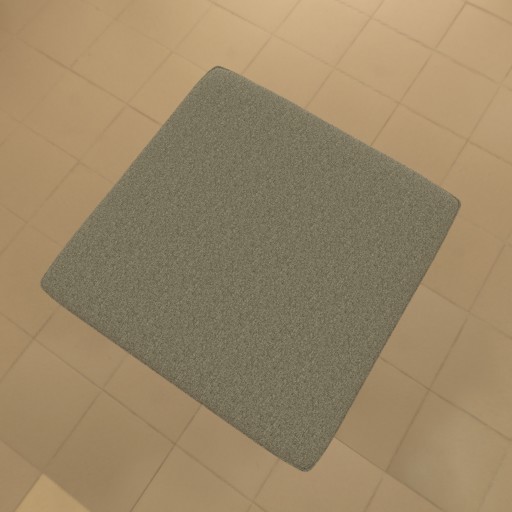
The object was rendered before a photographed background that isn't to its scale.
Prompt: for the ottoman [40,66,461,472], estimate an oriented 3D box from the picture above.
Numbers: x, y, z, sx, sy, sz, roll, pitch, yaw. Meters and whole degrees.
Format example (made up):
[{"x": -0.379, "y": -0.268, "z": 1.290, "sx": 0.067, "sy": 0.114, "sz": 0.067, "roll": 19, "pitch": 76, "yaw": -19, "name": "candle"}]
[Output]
[{"x": 0.000, "y": 0.000, "z": 1.584, "sx": 1.015, "sy": 0.464, "sz": 1.005, "roll": 32, "pitch": 76, "yaw": 9, "name": "ottoman"}]
